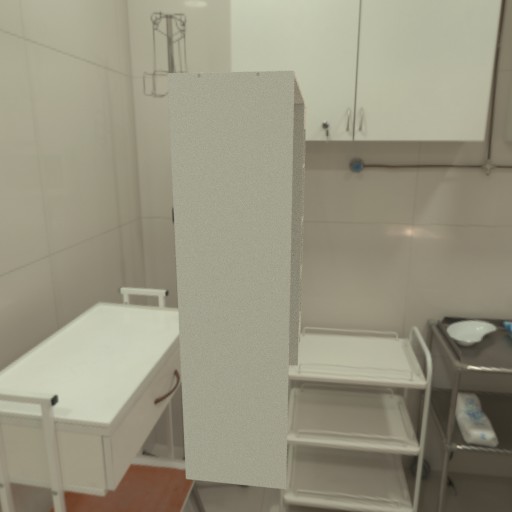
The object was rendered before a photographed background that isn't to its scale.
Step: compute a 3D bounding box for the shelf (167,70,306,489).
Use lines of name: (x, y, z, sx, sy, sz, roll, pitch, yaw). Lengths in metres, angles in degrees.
shelf: (0.000, 0.000, 2.629, 0.500, 1.810, 1.600, 2, 14, 8)
